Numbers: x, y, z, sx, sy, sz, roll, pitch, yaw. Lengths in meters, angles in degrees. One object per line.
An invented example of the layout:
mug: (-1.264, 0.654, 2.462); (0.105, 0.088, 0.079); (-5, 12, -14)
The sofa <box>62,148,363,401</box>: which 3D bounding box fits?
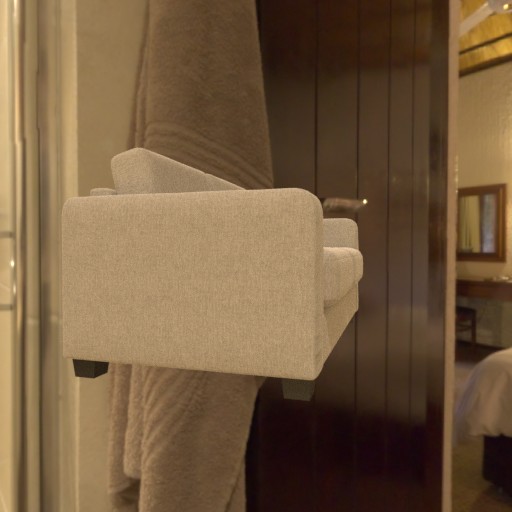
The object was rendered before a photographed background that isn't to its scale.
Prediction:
sofa: (0.000, 0.000, 2.062); (0.900, 0.800, 1.540); (0, 1, 17)
